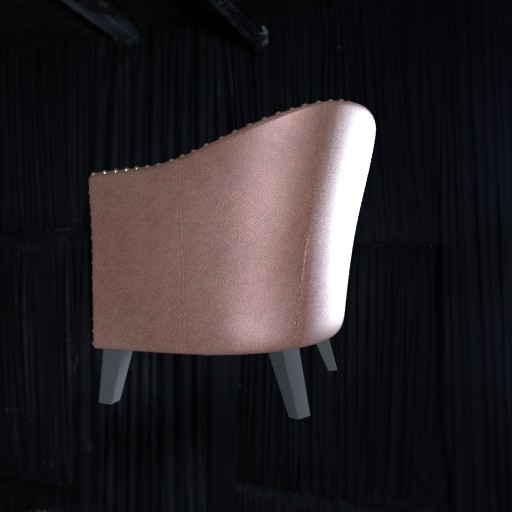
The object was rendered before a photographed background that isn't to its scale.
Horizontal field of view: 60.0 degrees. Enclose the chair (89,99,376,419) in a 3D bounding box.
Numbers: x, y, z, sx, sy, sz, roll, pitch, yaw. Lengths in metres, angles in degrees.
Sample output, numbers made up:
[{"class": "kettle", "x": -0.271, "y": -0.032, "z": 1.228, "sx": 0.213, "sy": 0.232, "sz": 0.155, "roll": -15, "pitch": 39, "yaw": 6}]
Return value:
[{"class": "chair", "x": 0.000, "y": 0.000, "z": 1.436, "sx": 0.748, "sy": 0.823, "sz": 0.794, "roll": 0, "pitch": 0, "yaw": 18}]
